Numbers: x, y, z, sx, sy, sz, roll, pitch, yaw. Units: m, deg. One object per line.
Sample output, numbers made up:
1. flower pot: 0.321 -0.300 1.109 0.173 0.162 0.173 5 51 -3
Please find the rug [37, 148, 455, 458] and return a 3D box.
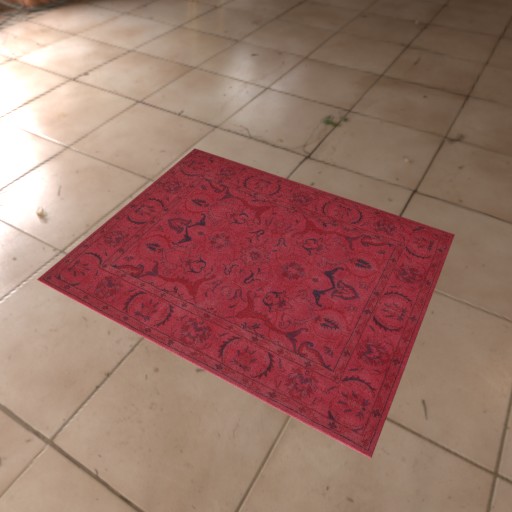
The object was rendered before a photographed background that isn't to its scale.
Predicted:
1. rug: 0.000 0.000 3.909 2.929 0.012 2.300 22 50 20
